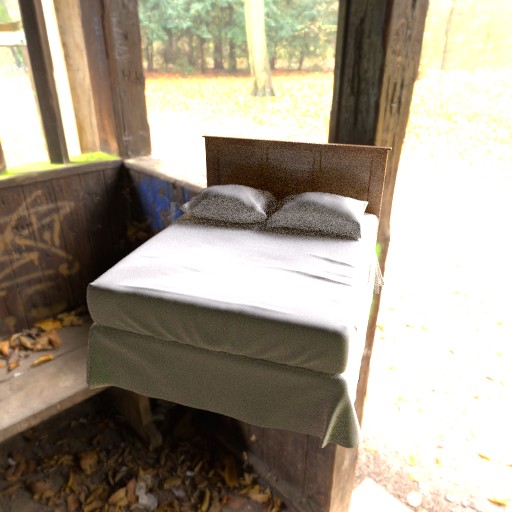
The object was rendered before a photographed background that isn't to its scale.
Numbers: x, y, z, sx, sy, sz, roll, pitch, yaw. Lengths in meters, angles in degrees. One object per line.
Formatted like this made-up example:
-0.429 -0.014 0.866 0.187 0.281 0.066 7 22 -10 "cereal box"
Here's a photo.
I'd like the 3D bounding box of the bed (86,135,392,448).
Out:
0.000 0.000 3.235 1.870 1.273 2.035 8 27 16 "bed"
